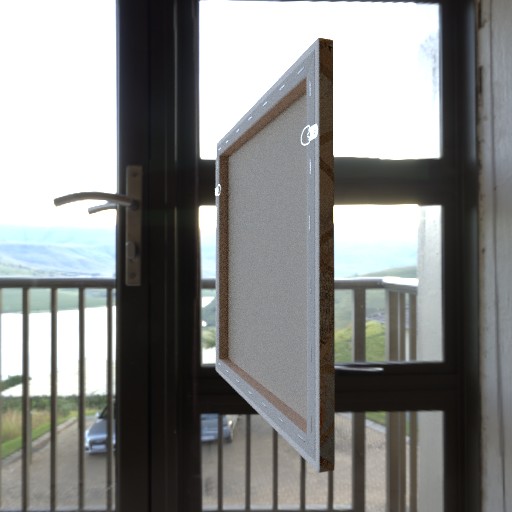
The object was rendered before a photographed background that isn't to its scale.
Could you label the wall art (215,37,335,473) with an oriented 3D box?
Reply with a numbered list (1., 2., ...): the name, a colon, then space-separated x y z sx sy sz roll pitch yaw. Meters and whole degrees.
1. wall art: 0.000 0.000 1.357 0.039 0.914 0.912 0 -1 -19
